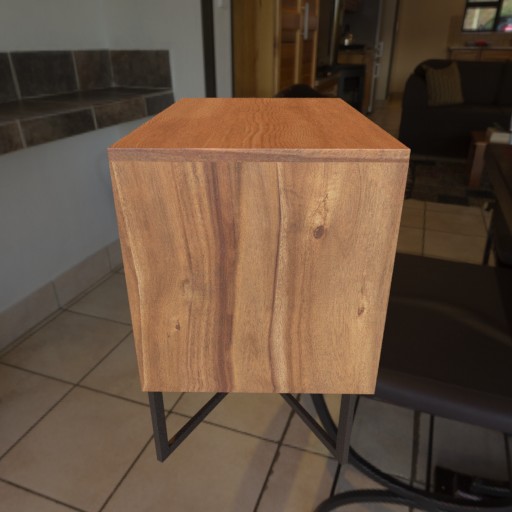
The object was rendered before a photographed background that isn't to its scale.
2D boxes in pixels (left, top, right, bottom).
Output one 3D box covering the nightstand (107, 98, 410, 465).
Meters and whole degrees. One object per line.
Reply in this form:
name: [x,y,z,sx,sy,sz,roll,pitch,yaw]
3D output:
nightstand: [0.000,0.000,1.007,0.427,0.615,0.613,0,26,1]
